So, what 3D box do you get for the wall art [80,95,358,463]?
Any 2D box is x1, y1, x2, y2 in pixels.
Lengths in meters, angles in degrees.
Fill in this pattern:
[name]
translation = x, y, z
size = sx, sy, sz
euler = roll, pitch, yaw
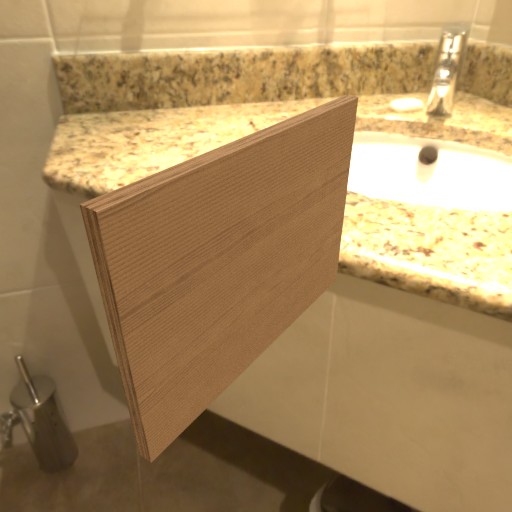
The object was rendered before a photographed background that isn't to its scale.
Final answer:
[wall art]
translation = 0.000, 0.000, 1.093
size = 0.063, 0.609, 0.841
euler = 22, 39, 30
